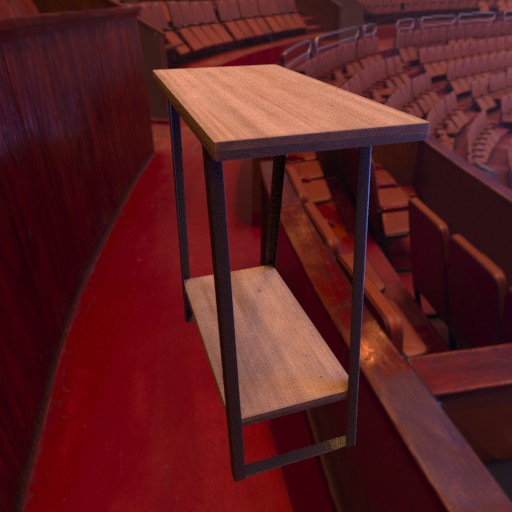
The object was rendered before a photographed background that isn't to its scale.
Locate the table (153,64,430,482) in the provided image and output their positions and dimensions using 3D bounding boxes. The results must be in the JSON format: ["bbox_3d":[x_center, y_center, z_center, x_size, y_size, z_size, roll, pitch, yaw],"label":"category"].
[{"bbox_3d":[0.000,0.000,0.980,0.300,0.701,0.599,-9,32,-16],"label":"table"}]
